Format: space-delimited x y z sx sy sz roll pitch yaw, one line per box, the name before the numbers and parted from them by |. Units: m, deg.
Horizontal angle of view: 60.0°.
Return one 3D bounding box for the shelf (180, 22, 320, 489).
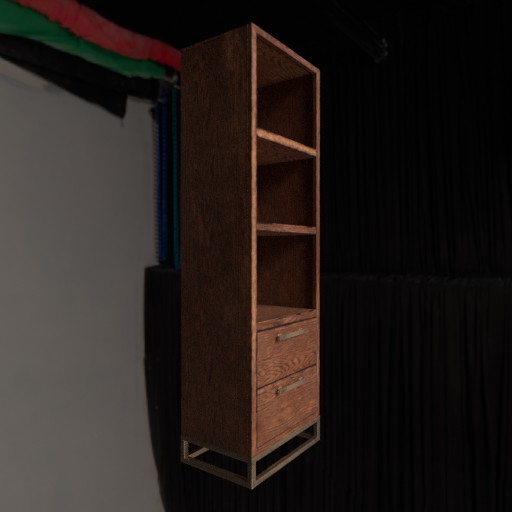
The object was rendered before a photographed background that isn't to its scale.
shelf | 0.000 0.000 1.963 0.395 1.732 0.539 0 1 36
